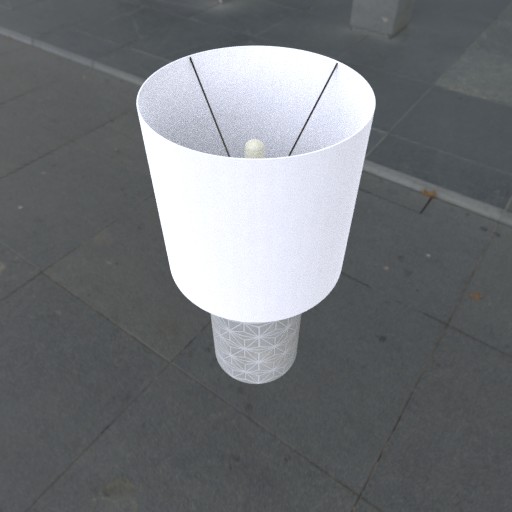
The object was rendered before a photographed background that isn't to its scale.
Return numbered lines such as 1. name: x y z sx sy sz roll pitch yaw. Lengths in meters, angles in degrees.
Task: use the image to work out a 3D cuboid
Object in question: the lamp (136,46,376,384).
1. lamp: 0.000 0.000 0.539 0.206 0.416 0.206 -31 54 -26
